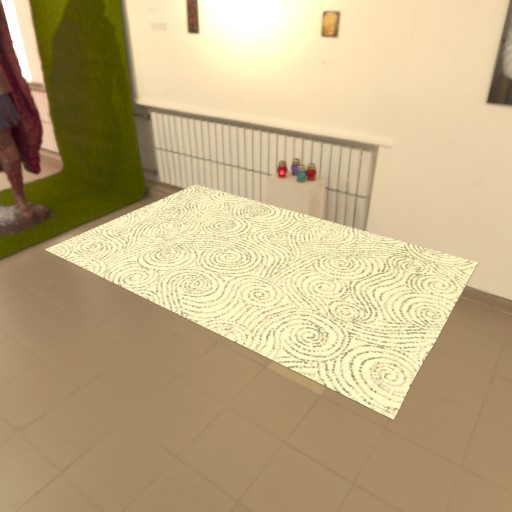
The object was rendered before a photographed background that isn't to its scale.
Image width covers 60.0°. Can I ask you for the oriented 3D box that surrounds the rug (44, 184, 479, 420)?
[{"bbox_3d":[0.000,0.000,2.927,2.439,0.005,1.524,19,35,30],"label":"rug"}]
